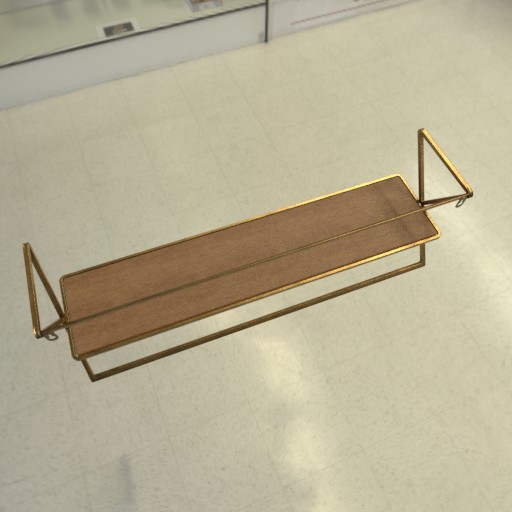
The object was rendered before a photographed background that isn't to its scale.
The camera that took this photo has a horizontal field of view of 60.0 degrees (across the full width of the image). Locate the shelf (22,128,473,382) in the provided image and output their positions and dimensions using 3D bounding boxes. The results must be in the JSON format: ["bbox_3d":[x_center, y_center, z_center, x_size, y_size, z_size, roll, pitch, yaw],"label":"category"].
[{"bbox_3d":[0.000,0.000,0.742,0.645,0.229,0.150,-18,62,-10],"label":"shelf"}]
